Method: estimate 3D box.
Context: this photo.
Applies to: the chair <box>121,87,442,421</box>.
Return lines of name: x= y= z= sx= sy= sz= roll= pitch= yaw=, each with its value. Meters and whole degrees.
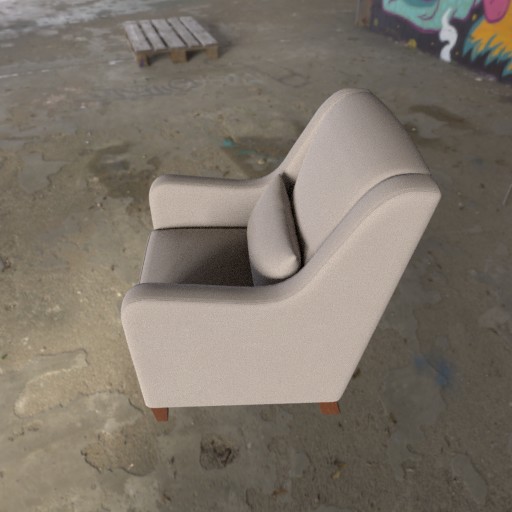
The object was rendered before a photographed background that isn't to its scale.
chair: x=0.000 y=0.000 z=1.600 sx=0.863 sy=1.010 sz=0.715 roll=-2 pitch=40 yaw=-2
